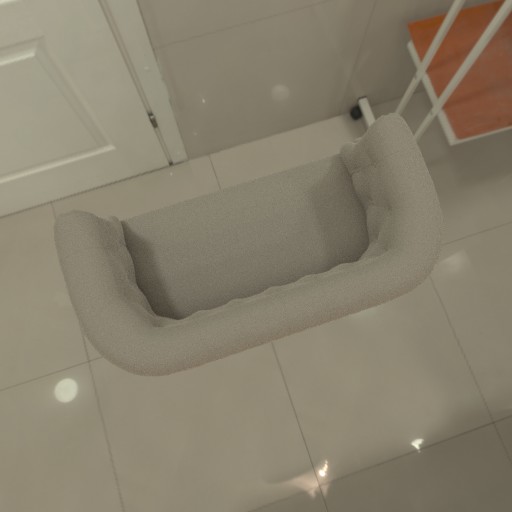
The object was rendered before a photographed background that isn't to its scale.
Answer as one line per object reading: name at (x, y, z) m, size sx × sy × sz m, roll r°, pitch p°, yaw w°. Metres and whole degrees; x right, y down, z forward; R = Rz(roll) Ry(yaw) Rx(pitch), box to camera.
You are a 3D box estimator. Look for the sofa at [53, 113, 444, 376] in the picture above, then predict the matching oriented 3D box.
sofa at (0.000, 0.000, 2.111) m, size 1.558 × 0.827 × 0.835 m, roll -18°, pitch 76°, yaw -4°
